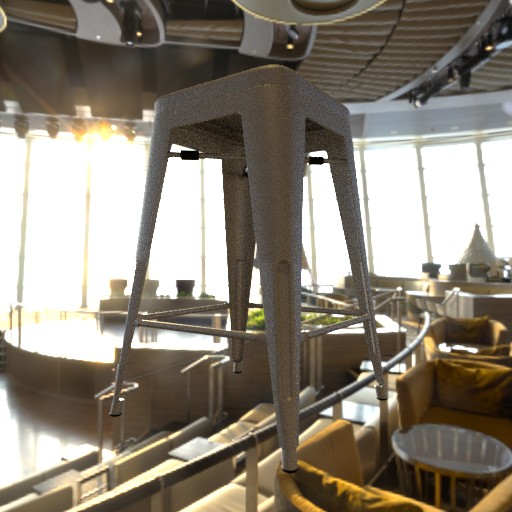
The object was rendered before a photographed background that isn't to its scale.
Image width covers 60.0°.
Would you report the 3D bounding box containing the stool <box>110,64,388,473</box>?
[{"bbox_3d":[0.000,0.000,0.894,0.406,0.610,0.406,0,0,35],"label":"stool"}]
